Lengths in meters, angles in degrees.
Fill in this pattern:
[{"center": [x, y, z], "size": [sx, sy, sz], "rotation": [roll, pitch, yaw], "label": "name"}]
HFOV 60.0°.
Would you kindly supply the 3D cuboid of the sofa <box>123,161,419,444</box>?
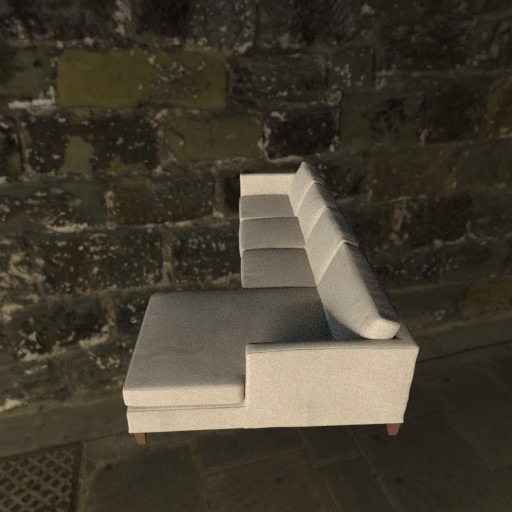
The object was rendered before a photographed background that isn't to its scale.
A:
[{"center": [0.000, 0.000, 3.836], "size": [1.625, 0.846, 3.186], "rotation": [-1, 28, -2], "label": "sofa"}]
